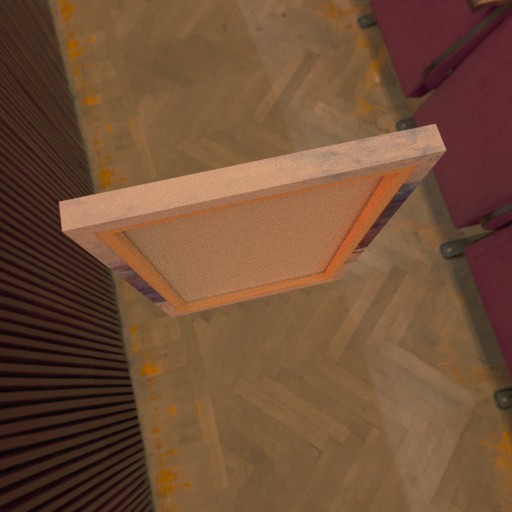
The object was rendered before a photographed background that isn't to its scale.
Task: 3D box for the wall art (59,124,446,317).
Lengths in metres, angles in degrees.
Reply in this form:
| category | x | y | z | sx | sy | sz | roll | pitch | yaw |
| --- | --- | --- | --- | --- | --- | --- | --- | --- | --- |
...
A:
| category | x | y | z | sx | sy | sz | roll | pitch | yaw |
| --- | --- | --- | --- | --- | --- | --- | --- | --- | --- |
| wall art | 0.000 | 0.000 | 1.082 | 0.583 | 0.874 | 0.048 | -12 | 74 | -4 |
